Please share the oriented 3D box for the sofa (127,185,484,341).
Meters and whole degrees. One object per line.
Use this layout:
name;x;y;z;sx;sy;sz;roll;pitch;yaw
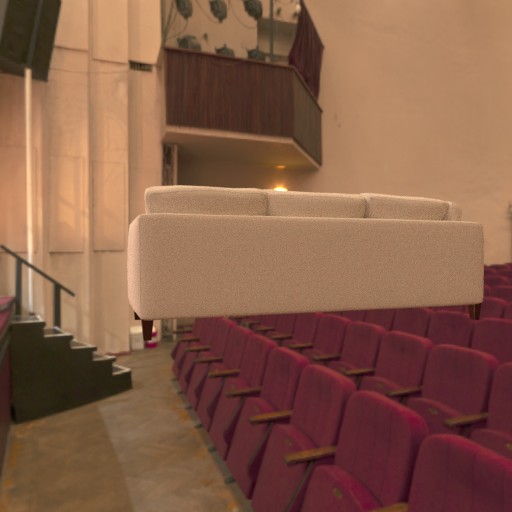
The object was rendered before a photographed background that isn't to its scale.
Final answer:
sofa;0.000;0.000;4.487;2.593;0.947;3.302;0;1;-19
